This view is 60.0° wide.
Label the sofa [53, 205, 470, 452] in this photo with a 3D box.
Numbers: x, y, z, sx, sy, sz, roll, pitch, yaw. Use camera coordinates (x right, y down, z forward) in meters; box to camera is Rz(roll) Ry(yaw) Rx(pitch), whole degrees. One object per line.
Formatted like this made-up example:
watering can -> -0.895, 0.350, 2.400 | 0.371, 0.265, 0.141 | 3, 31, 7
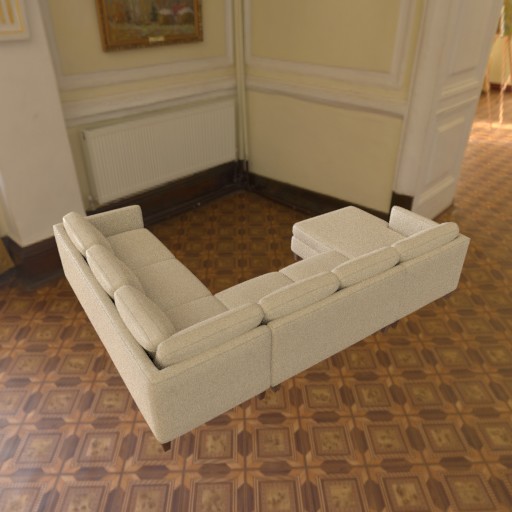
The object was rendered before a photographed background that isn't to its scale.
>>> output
sofa -> 0.000, 0.000, 4.426 | 3.238, 0.853, 2.551 | -19, 36, -29
